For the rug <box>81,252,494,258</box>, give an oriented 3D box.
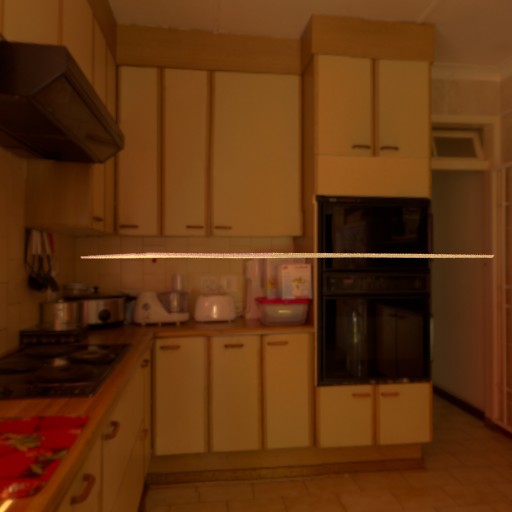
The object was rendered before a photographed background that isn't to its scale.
[{"bbox_3d":[0.000,0.000,2.948,1.616,0.030,2.338,0,0,-37],"label":"rug"}]
